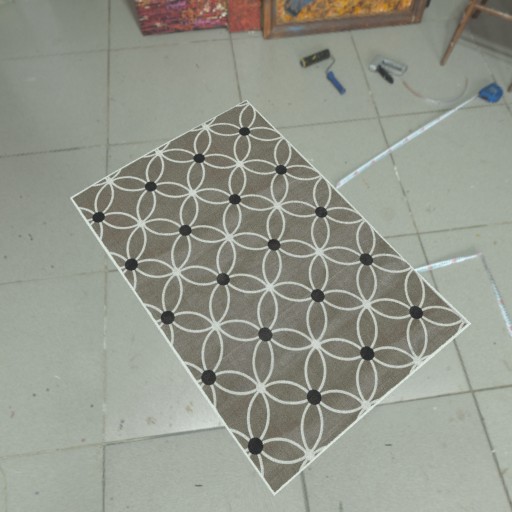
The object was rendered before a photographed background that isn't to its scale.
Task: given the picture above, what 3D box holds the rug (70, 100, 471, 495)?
[{"bbox_3d":[0.000,0.000,2.864,1.522,0.008,2.284,-34,69,-15],"label":"rug"}]
